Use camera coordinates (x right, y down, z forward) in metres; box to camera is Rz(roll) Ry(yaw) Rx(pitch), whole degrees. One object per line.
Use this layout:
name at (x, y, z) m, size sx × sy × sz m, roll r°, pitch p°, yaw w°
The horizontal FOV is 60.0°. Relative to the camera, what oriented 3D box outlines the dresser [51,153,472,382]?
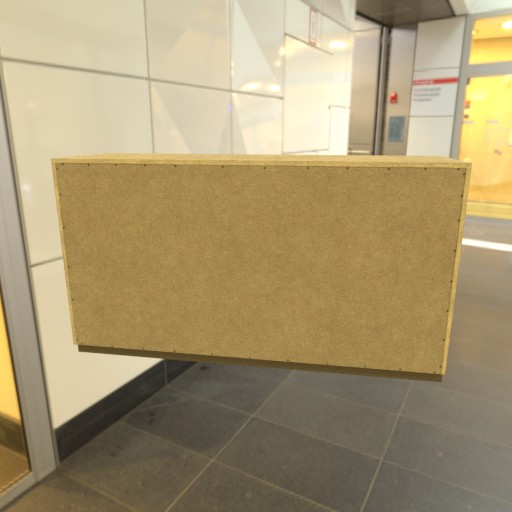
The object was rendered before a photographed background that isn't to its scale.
dresser at (0.000, 0.000, 2.041) m, size 1.628 × 0.889 × 0.483 m, roll 3°, pitch 16°, yaw 9°
